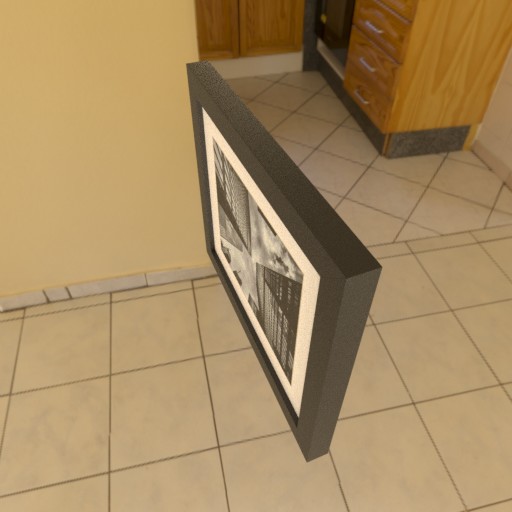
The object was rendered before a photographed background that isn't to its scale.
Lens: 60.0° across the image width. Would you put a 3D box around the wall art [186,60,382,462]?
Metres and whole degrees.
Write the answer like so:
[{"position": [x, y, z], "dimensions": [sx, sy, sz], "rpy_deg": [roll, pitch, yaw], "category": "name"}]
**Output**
[{"position": [0.000, 0.000, 0.533], "dimensions": [0.028, 0.321, 0.381], "rpy_deg": [-16, 47, -16], "category": "wall art"}]
